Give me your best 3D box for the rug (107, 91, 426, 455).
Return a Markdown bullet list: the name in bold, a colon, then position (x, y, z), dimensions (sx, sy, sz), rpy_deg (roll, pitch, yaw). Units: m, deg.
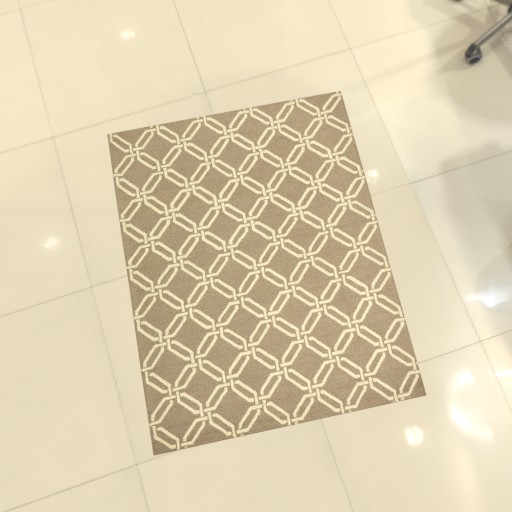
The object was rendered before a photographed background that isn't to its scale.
- **rug**: position (0.000, 0.000, 3.940), dimensions (2.288, 0.018, 2.895), rpy_deg (-11, 77, -3)
